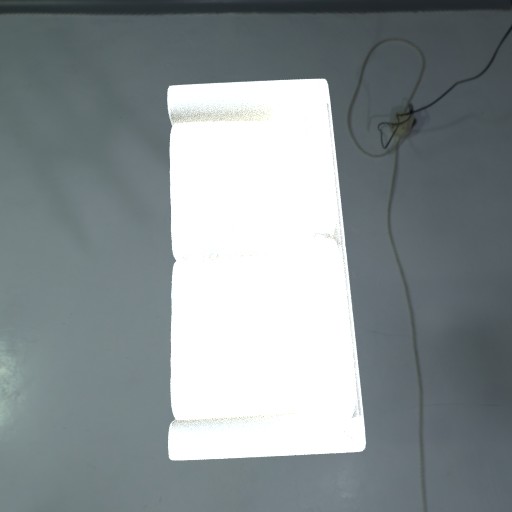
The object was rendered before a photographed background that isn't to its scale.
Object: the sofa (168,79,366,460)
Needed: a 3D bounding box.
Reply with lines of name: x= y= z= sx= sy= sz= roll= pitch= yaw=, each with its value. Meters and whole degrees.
sofa: x=0.000 y=0.000 z=2.724 sx=1.070 sy=0.801 sz=2.262 roll=-3 pitch=76 yaw=-1
